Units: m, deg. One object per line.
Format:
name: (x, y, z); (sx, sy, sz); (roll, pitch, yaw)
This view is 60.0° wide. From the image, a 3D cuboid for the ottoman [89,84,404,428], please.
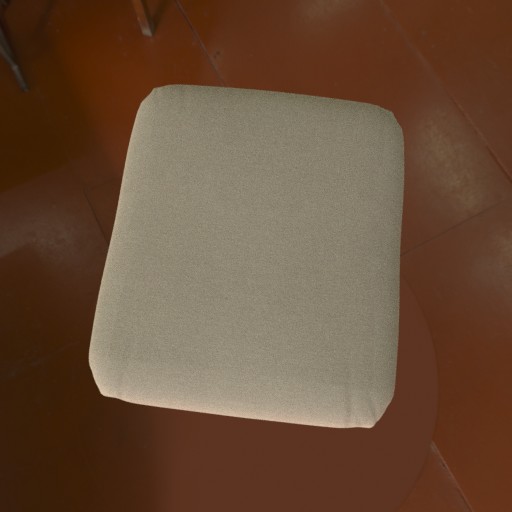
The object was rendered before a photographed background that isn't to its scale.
ottoman: (0.000, 0.000, 1.113); (0.639, 0.450, 0.746); (6, 76, 2)
